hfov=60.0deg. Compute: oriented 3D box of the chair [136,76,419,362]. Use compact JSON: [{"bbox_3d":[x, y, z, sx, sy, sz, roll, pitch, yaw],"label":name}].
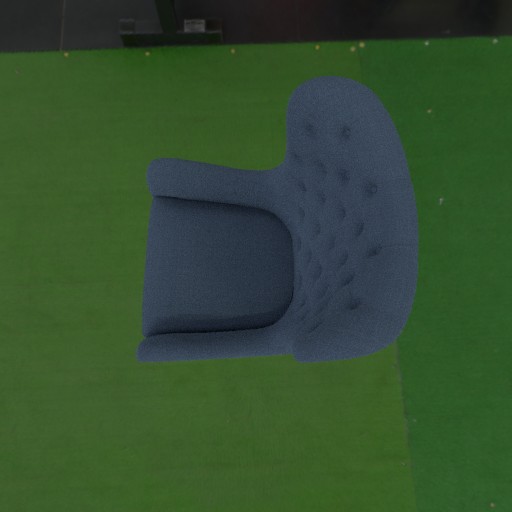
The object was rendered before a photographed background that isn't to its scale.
[{"bbox_3d":[0.000,0.000,1.714,0.930,1.079,0.831,0,75,0],"label":"chair"}]
